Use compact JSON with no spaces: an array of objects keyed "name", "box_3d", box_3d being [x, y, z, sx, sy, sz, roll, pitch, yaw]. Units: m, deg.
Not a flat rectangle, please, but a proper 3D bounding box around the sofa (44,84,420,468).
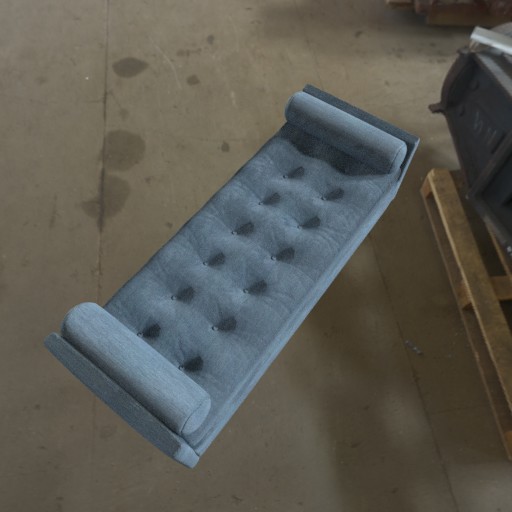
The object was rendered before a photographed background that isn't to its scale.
[{"name":"sofa","box_3d":[0.000,0.000,2.467,0.796,0.705,2.102,33,66,17]}]
